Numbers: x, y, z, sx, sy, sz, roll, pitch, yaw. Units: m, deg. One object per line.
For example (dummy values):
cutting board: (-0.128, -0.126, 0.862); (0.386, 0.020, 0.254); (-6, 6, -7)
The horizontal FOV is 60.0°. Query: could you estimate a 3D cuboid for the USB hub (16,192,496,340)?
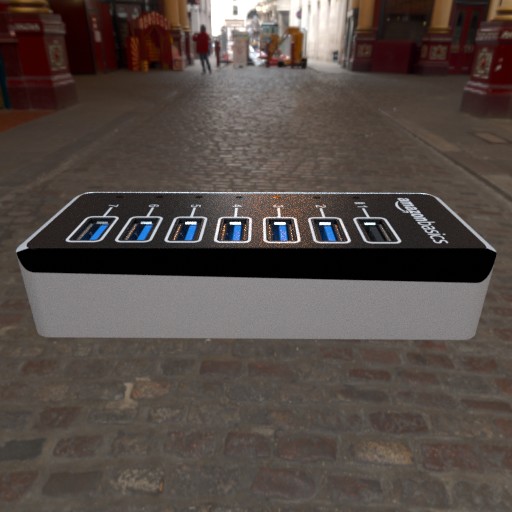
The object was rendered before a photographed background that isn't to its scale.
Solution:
USB hub: (0.000, 0.000, 0.122); (0.110, 0.023, 0.044); (0, 27, 1)
